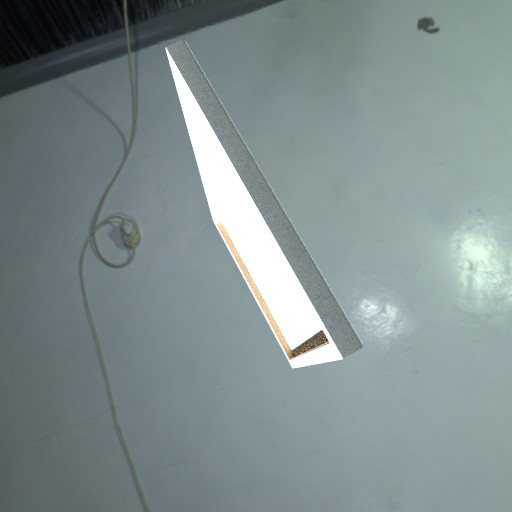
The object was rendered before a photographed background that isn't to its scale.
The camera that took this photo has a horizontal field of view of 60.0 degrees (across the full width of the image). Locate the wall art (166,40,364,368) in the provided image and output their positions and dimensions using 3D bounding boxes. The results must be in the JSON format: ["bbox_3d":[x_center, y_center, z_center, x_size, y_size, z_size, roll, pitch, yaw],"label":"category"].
[{"bbox_3d":[0.000,0.000,1.155,0.038,0.912,0.607,-27,77,-7],"label":"wall art"}]
